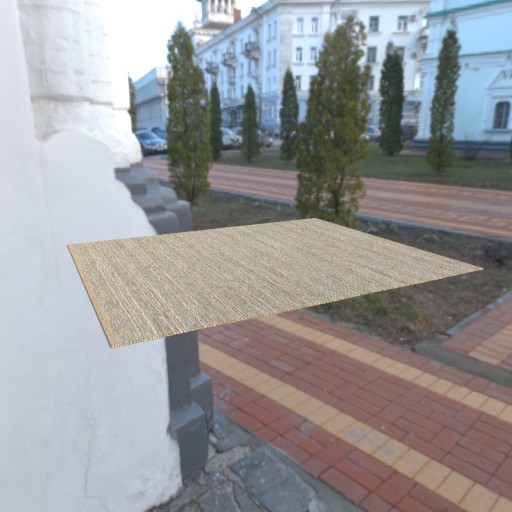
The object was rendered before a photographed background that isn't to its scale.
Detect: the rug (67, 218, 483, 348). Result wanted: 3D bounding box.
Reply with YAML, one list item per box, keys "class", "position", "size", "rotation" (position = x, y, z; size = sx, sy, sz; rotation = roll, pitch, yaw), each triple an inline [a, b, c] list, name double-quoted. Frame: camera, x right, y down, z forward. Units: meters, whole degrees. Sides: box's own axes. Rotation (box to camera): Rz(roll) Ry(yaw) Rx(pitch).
- class: "rug"
  position: [0.000, 0.000, 4.099]
  size: [3.034, 0.012, 2.471]
  rotation: [-8, 18, -26]
